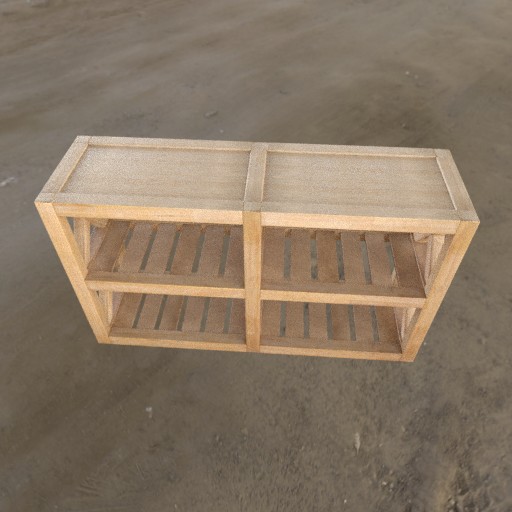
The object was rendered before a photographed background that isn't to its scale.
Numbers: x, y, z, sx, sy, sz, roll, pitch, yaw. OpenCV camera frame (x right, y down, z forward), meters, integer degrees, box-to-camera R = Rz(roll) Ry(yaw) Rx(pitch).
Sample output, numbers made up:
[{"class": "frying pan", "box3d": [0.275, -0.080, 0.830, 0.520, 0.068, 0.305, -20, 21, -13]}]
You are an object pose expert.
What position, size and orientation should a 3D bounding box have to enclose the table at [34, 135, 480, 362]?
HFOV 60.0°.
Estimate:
[{"class": "table", "box3d": [0.000, 0.000, 1.699, 1.320, 0.762, 0.381, 3, 46, 3]}]
